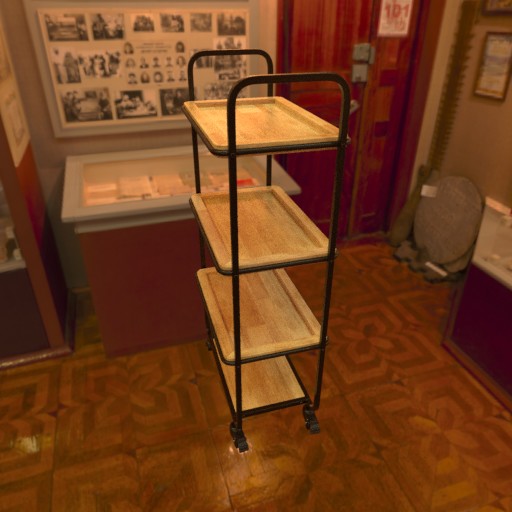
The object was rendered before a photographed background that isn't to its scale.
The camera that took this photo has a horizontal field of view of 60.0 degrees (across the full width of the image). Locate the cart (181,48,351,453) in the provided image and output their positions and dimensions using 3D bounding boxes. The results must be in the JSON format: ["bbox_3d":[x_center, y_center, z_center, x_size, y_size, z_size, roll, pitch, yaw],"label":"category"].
[{"bbox_3d":[0.000,0.000,1.326,0.321,1.080,0.545,-8,31,-14],"label":"cart"}]
